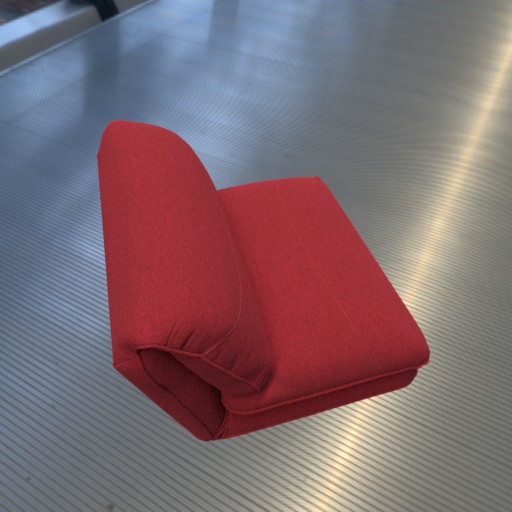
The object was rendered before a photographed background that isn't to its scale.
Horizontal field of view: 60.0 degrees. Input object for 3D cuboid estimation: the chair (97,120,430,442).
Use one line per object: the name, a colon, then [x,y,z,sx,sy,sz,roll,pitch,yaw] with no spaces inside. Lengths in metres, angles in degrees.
chair: [0.000,0.000,1.291,0.780,0.580,0.820,-12,48,-11]
